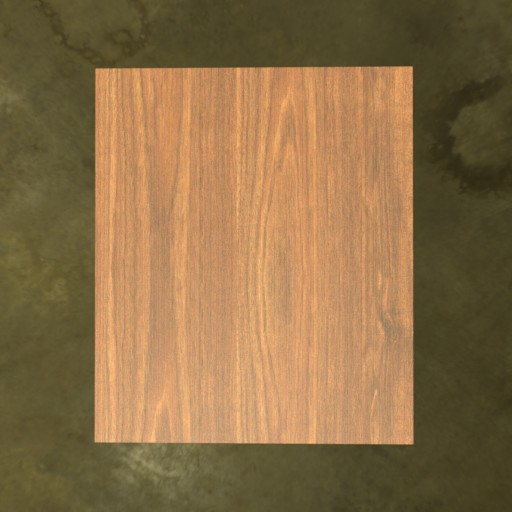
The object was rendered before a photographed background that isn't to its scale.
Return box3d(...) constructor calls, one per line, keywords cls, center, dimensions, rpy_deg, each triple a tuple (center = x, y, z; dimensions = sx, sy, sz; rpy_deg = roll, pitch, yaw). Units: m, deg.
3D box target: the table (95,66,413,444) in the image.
box3d(cls="table", center=(0.000, 0.000, 1.096), dimensions=(0.559, 0.635, 0.660), rpy_deg=(0, 90, 1))
